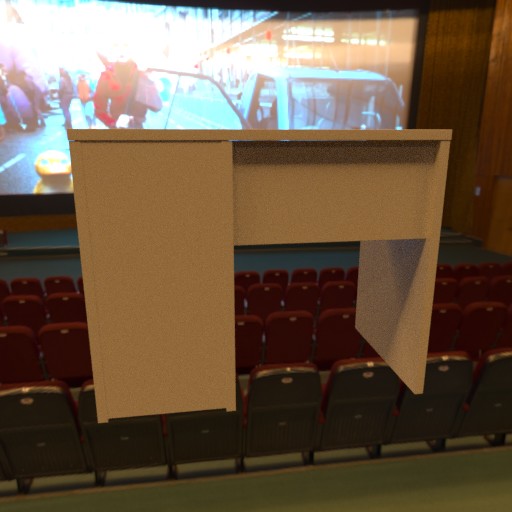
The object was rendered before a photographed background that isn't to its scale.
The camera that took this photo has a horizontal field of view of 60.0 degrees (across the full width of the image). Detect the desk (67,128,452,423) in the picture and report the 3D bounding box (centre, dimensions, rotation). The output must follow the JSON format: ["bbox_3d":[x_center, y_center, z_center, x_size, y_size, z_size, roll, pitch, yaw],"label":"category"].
[{"bbox_3d":[0.000,0.000,1.342,0.898,0.730,0.482,-2,15,-9],"label":"desk"}]
